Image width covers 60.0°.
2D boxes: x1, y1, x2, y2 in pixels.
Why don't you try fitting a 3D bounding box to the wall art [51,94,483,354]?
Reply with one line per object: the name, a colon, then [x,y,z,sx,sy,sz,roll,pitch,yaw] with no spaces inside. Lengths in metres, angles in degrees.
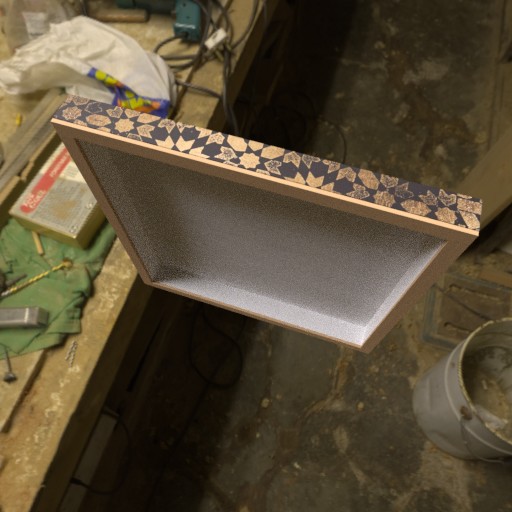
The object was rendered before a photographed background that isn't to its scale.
wall art: [0.000,0.000,0.588,0.405,0.405,0.038,16,65,8]
